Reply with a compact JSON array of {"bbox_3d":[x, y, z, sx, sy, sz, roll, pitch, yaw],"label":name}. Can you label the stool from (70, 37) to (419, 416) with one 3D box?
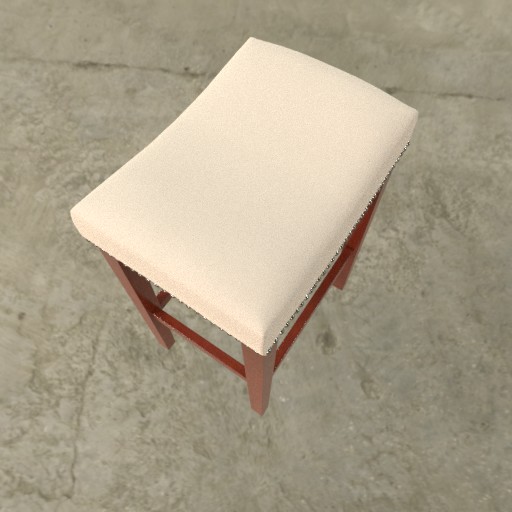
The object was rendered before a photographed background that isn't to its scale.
[{"bbox_3d":[0.000,0.000,1.023,0.372,0.742,0.504,31,66,15],"label":"stool"}]
